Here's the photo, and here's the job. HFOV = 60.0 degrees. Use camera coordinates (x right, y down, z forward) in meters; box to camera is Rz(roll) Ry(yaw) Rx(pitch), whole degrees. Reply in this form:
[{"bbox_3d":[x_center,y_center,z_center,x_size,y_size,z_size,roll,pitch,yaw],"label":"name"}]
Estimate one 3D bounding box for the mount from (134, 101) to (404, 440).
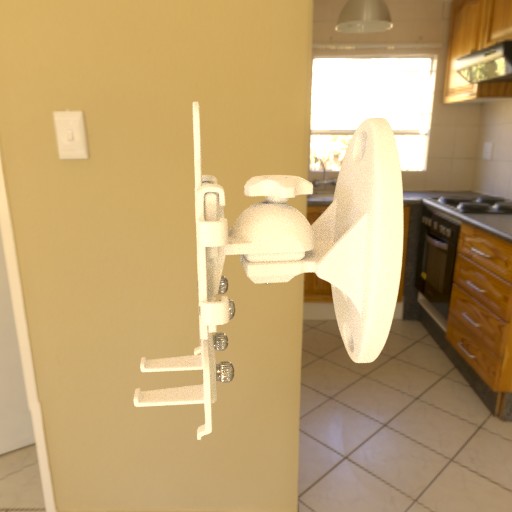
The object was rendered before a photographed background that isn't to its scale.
[{"bbox_3d":[0.000,0.000,0.180,0.100,0.118,0.066,-2,16,-8],"label":"mount"}]
